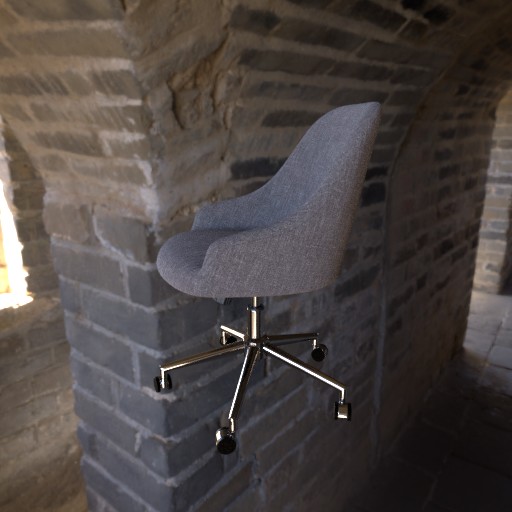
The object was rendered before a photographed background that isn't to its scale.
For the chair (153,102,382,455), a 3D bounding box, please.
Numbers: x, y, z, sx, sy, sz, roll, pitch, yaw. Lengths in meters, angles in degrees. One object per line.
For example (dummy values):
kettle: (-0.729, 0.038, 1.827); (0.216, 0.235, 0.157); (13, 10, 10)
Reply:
chair: (0.000, 0.000, 1.448); (0.712, 0.950, 0.671); (-3, 16, -10)
